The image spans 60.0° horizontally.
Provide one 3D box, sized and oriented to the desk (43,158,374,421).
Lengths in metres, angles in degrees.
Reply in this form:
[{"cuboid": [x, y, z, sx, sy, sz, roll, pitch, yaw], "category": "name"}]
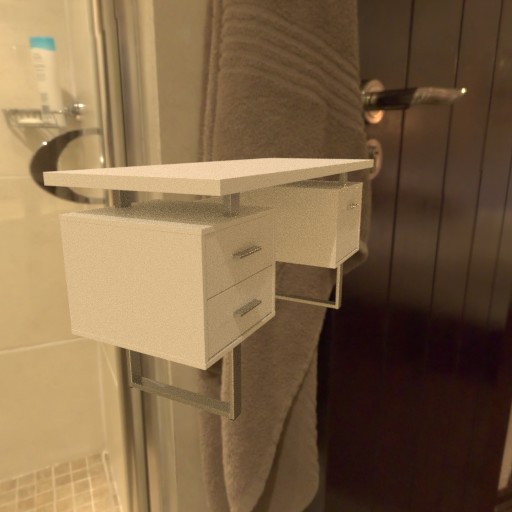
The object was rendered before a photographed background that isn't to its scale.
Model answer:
[{"cuboid": [0.000, 0.000, 1.903, 0.603, 0.773, 1.530, 7, 16, 26], "category": "desk"}]
